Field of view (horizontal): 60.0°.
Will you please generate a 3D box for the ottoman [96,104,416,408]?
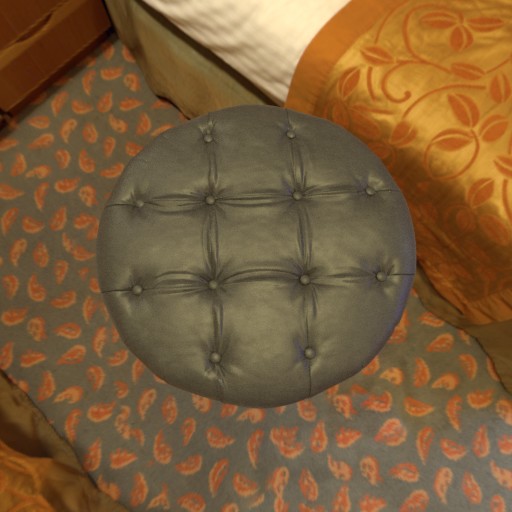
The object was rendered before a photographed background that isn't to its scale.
[{"bbox_3d":[0.000,0.000,1.397,0.901,0.439,0.901,0,76,0],"label":"ottoman"}]
